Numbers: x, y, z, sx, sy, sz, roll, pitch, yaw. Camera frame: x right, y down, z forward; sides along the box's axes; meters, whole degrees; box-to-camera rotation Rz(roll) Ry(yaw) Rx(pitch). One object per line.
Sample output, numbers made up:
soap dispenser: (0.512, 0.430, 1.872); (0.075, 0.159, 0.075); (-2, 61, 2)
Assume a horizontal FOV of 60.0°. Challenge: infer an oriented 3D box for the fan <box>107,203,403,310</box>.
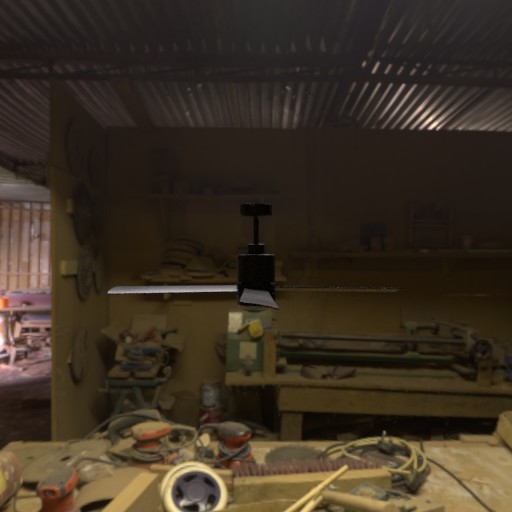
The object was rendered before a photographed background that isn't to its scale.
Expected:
fan: (0.000, 0.000, 2.338); (1.525, 0.534, 1.525); (0, 0, 0)
